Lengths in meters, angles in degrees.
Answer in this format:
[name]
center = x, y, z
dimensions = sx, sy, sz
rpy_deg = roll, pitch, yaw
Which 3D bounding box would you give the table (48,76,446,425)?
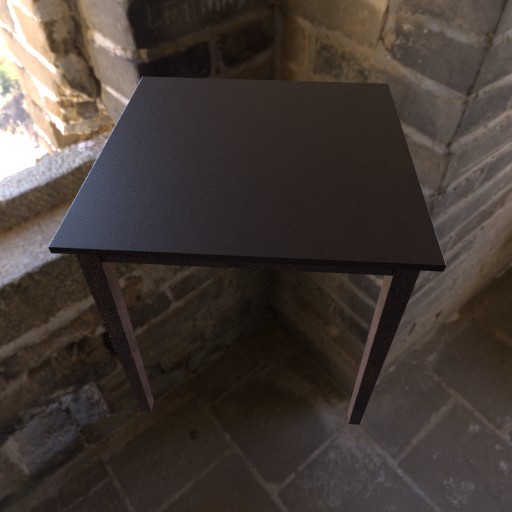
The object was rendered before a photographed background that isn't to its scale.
[table]
center = 0.000, 0.000, 1.366
dimensions = 0.749, 0.770, 0.749
rpy_deg = 3, 46, 3
